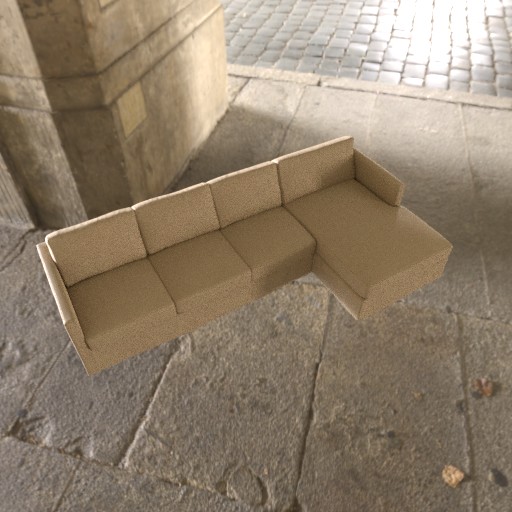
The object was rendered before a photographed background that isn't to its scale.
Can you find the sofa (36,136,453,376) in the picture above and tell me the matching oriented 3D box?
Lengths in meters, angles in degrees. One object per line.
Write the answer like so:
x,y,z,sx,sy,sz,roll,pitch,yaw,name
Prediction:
0.000,0.000,3.841,3.206,0.871,1.622,-23,50,-21,sofa
